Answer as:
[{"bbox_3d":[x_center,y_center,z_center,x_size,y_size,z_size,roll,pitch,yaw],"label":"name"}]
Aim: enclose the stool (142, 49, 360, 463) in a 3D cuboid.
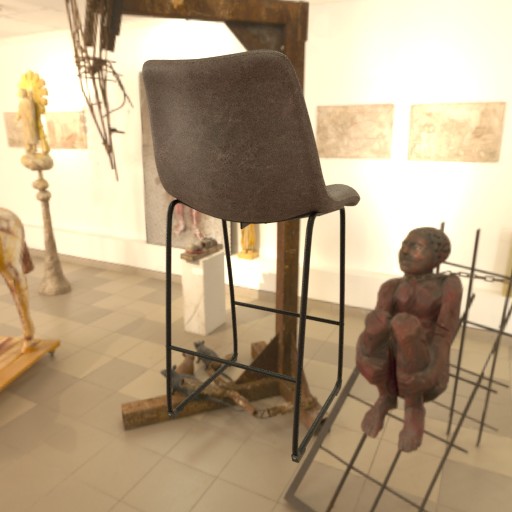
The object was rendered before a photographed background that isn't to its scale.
[{"bbox_3d":[0.000,0.000,1.371,0.514,1.082,0.561,8,18,26],"label":"stool"}]
